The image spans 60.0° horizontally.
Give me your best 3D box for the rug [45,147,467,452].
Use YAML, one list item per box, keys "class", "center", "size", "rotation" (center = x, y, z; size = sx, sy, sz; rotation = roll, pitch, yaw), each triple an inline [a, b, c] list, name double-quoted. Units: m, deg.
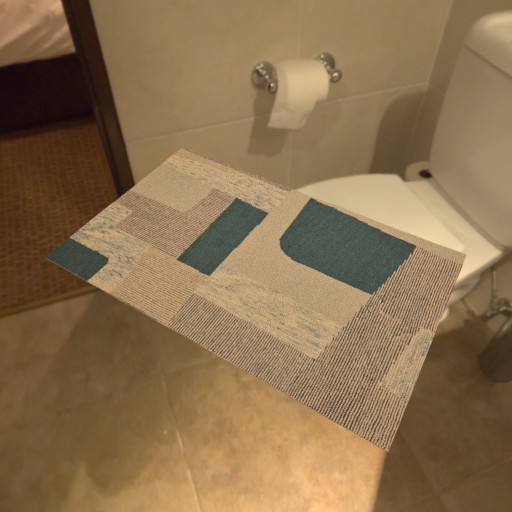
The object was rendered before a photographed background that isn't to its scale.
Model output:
- class: "rug"
  center: [0.000, 0.000, 3.011]
  size: [2.436, 0.015, 1.521]
  rotation: [24, 52, 21]
